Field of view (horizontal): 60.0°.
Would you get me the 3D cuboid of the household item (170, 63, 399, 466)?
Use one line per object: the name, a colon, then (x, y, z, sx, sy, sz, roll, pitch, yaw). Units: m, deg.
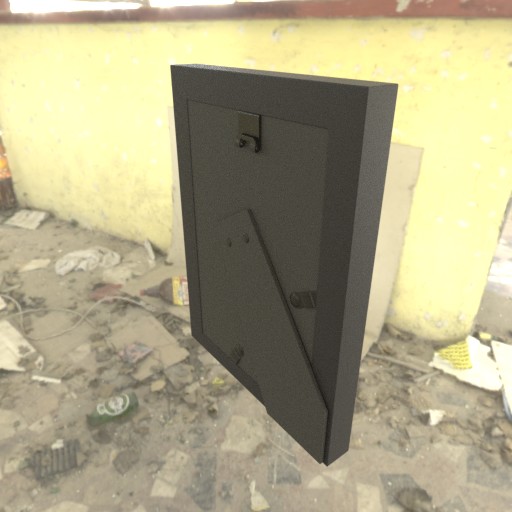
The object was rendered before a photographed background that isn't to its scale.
household item: (0.000, 0.000, 0.231, 0.022, 0.178, 0.133, -19, 33, -33)
